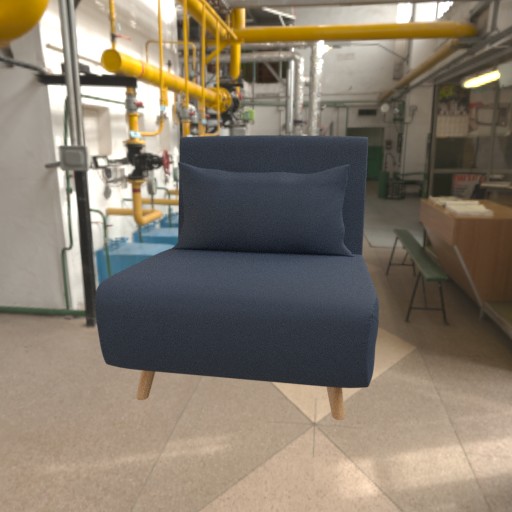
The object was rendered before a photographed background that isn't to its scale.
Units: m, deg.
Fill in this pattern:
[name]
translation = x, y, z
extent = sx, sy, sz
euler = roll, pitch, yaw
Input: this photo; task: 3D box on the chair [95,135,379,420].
[chair]
translation = 0.000, 0.000, 1.526
extent = 0.770, 0.808, 0.900
euler = 2, 15, 9
